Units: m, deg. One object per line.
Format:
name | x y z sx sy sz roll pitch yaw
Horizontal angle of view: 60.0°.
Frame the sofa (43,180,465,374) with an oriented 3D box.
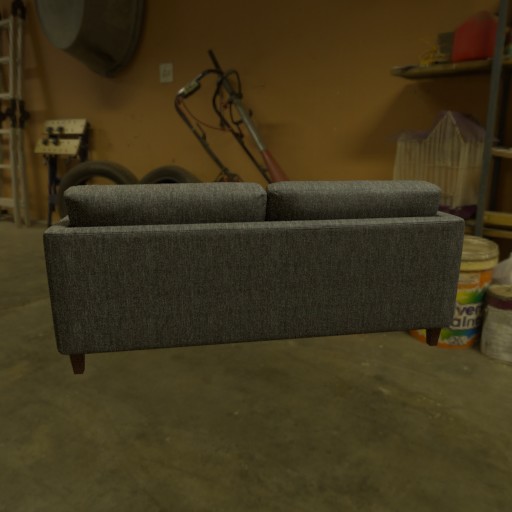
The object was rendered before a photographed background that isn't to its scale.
sofa | 0.000 0.000 2.752 2.208 0.960 0.948 -2 15 -9
